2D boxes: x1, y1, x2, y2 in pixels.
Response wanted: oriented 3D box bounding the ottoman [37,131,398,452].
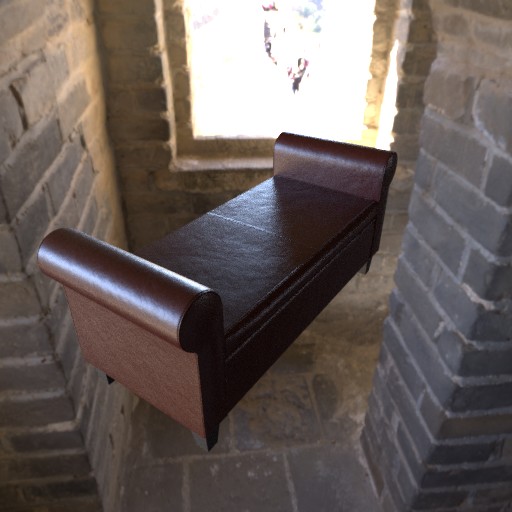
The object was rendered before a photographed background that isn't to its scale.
[{"bbox_3d":[0.000,0.000,1.567,0.521,0.547,1.256,20,37,29],"label":"ottoman"}]
